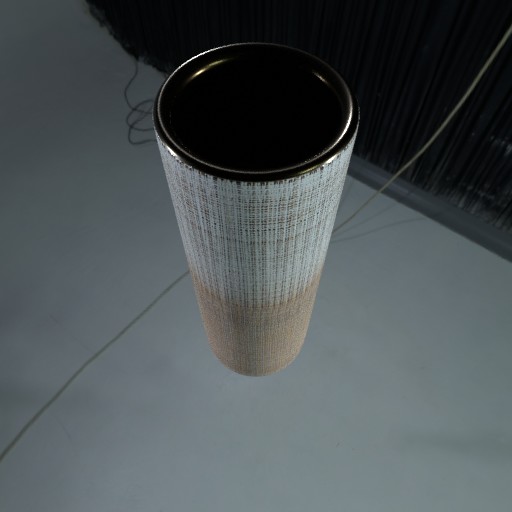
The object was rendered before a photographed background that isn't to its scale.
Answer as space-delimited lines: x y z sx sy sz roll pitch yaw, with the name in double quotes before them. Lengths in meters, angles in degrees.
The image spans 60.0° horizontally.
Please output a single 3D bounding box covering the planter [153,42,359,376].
"planter" 0.000 0.000 0.328 0.099 0.278 0.099 30 63 17
